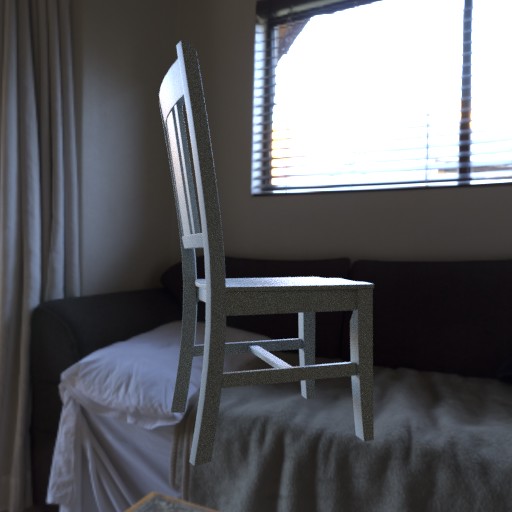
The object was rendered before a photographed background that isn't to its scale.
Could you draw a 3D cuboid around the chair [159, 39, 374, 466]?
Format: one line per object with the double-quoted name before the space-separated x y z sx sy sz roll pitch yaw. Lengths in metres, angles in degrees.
"chair" 0.000 0.000 1.311 0.555 0.998 0.450 0 0 -18
